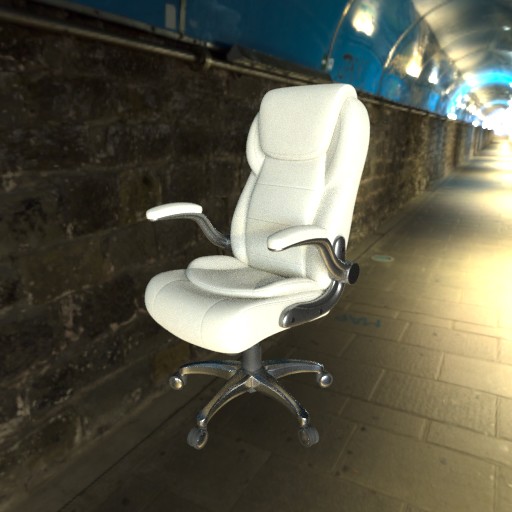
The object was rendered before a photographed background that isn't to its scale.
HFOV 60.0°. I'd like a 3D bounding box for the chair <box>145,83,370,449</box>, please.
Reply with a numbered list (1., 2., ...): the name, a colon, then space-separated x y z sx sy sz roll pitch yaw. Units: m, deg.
1. chair: 0.000 0.000 1.785 0.755 1.330 0.806 15 22 42
